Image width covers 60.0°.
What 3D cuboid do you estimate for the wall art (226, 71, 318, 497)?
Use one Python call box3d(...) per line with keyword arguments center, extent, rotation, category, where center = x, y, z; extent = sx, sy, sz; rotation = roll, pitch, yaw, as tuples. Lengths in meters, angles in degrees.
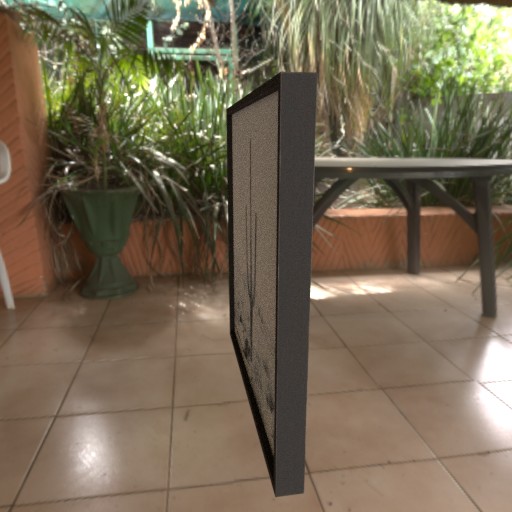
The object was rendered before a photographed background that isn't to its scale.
box3d(center=(0.000, 0.000, 0.750), extent=(0.038, 0.508, 0.508), rotation=(-2, 14, -10), category="wall art")
